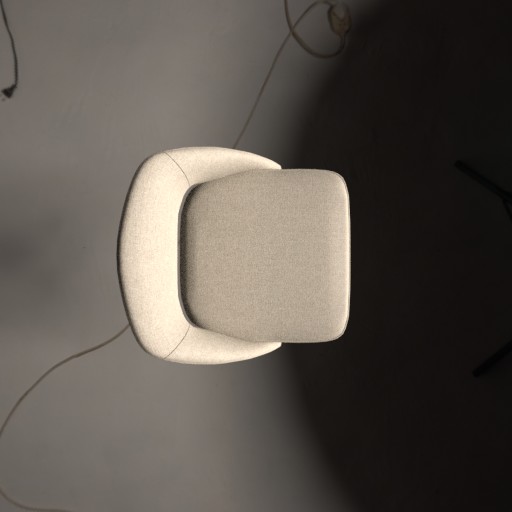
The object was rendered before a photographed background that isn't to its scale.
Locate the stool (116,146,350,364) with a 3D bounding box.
[{"bbox_3d":[0.000,0.000,1.324,0.509,1.037,0.494,0,90,0],"label":"stool"}]
